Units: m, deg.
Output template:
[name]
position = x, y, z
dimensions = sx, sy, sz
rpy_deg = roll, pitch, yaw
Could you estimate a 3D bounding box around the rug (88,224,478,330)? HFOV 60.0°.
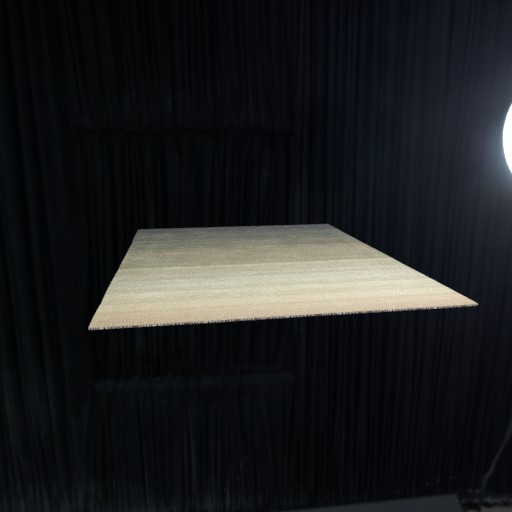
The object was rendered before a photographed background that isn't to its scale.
[rug]
position = 0.000, 0.000, 3.960
dimensions = 2.315, 0.015, 2.932
rpy_deg = -2, 14, -9
